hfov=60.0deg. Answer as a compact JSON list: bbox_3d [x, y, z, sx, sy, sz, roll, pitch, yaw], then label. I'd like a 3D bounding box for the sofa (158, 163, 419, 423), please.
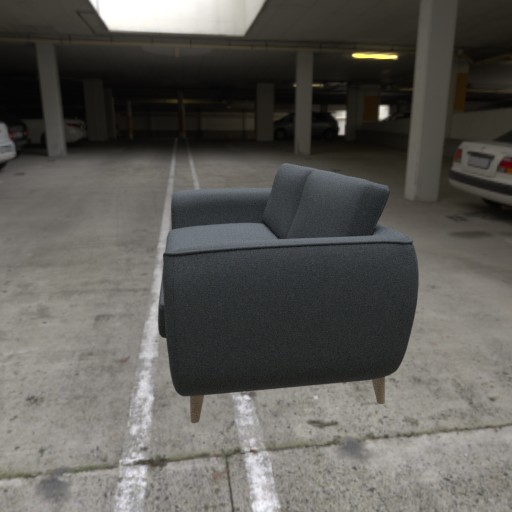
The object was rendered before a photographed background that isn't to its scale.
[{"bbox_3d":[0.000,0.000,2.221,0.920,0.850,1.700,-2,15,-9],"label":"sofa"}]
